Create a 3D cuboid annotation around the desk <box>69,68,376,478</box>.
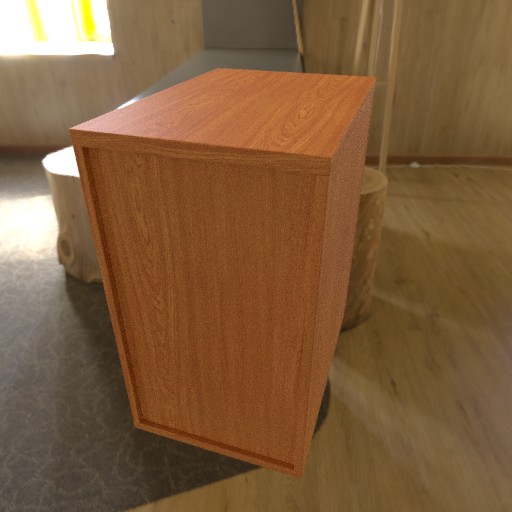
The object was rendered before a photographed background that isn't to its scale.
[{"bbox_3d":[0.000,0.000,1.057,0.404,0.730,0.600,10,33,16],"label":"desk"}]
